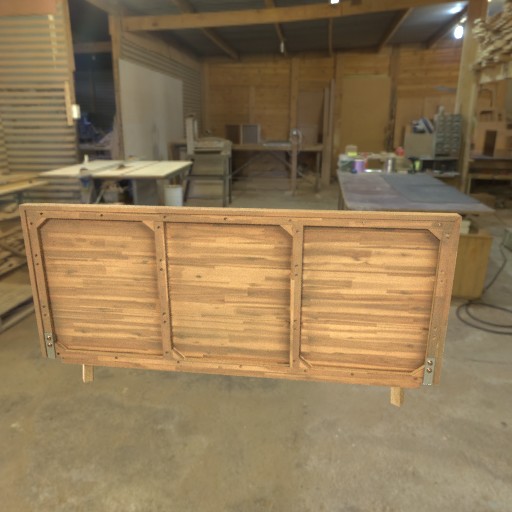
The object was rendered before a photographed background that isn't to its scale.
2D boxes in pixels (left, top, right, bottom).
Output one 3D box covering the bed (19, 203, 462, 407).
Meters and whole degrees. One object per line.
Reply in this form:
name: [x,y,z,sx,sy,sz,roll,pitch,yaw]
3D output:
bed: [0.000,0.000,3.269,2.116,1.100,2.167,2,17,7]
